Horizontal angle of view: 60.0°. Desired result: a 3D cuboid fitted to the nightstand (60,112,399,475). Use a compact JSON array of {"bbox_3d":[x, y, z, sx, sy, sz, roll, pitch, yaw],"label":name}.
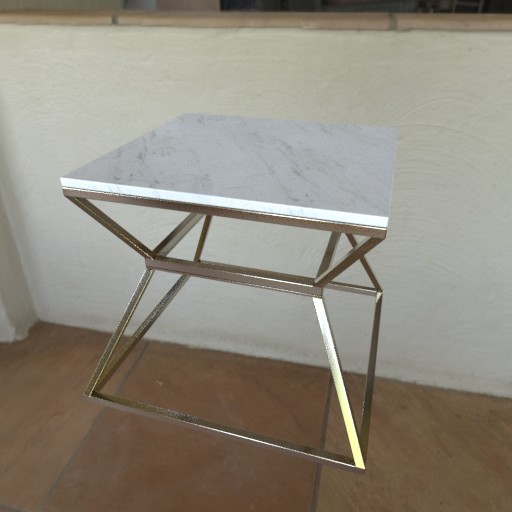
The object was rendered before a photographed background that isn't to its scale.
[{"bbox_3d":[0.000,0.000,0.867,0.513,0.426,0.514,9,31,15],"label":"nightstand"}]
